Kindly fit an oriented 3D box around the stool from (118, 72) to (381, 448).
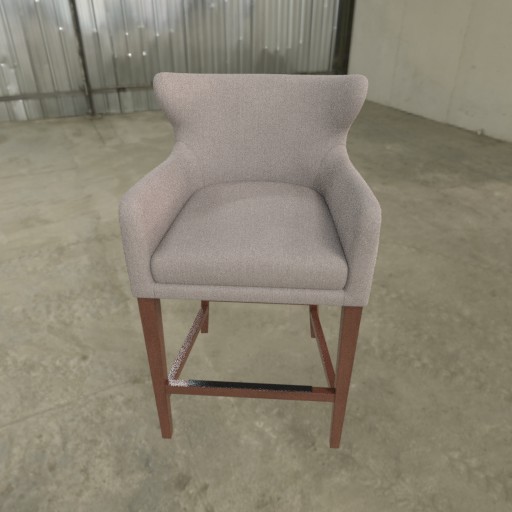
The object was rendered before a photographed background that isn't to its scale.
[{"bbox_3d":[0.000,0.000,1.296,0.575,0.951,0.575,2,32,3],"label":"stool"}]
